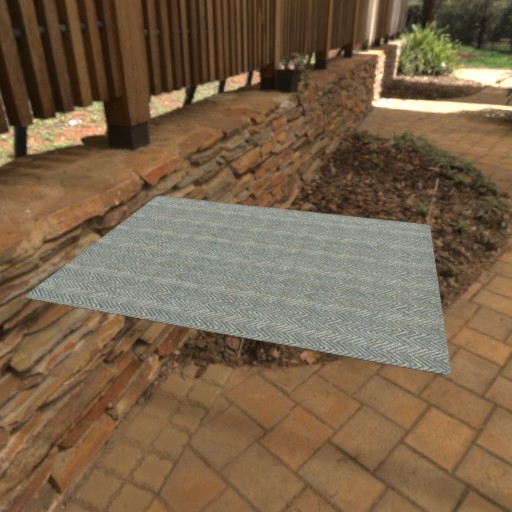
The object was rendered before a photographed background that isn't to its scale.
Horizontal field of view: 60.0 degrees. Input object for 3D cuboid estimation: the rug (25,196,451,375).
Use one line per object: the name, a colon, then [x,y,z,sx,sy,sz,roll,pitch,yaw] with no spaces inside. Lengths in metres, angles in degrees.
rug: [0.000,0.000,5.117,3.957,0.011,2.894,8,30,14]
